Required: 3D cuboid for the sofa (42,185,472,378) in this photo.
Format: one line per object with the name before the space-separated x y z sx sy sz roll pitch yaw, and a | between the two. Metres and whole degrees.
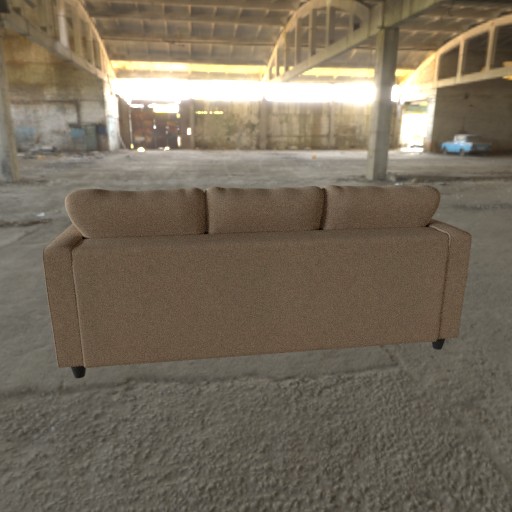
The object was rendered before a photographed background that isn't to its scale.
sofa | 0.000 0.000 2.360 1.855 0.800 0.930 -2 16 -9
